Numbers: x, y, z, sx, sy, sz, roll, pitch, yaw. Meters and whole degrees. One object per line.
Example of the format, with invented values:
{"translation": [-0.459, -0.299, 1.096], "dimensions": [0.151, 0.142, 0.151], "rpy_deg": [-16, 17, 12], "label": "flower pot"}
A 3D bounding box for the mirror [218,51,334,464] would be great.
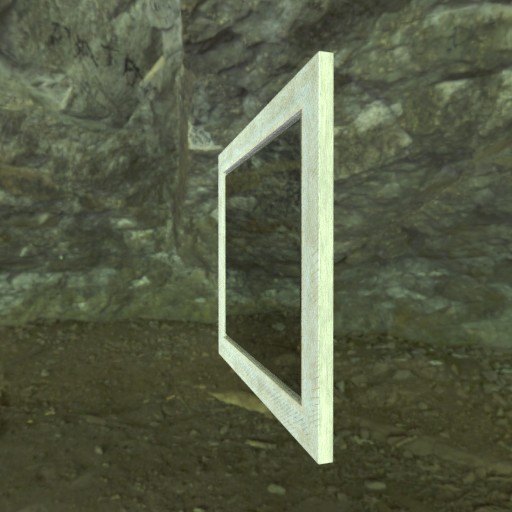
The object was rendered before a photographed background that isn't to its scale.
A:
{"translation": [0.000, 0.000, 1.141], "dimensions": [0.028, 0.689, 0.839], "rpy_deg": [0, 1, -16], "label": "mirror"}
